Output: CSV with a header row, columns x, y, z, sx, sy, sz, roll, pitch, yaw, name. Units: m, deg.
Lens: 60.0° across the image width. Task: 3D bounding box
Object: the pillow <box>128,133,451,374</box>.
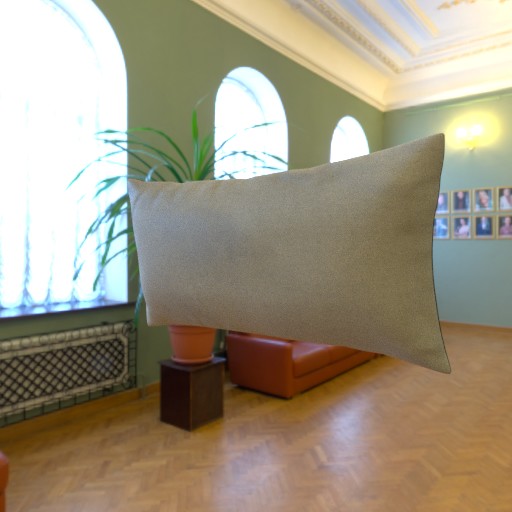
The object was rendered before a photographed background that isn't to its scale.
x,y,z,sx,sy,sz,roll,pitch,yaw,name
0.000,0.000,0.741,0.608,0.305,0.156,1,1,37,pillow
